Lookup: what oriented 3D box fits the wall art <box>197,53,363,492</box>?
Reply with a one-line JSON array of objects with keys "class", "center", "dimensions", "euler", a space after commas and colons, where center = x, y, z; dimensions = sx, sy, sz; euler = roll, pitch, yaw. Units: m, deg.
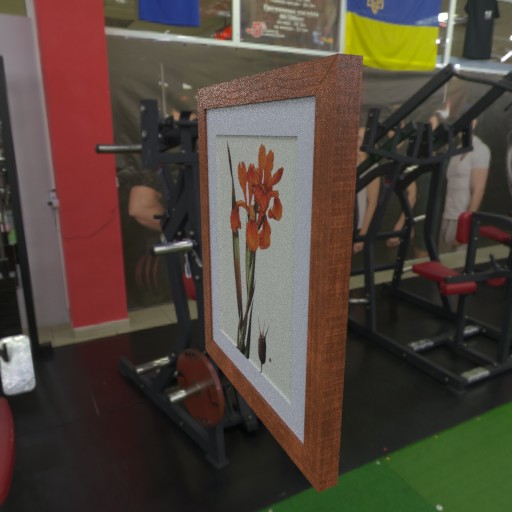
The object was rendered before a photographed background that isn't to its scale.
[{"class": "wall art", "center": [0.000, 0.000, 0.754], "dimensions": [0.033, 0.567, 0.467], "euler": [-7, 17, -25]}]
